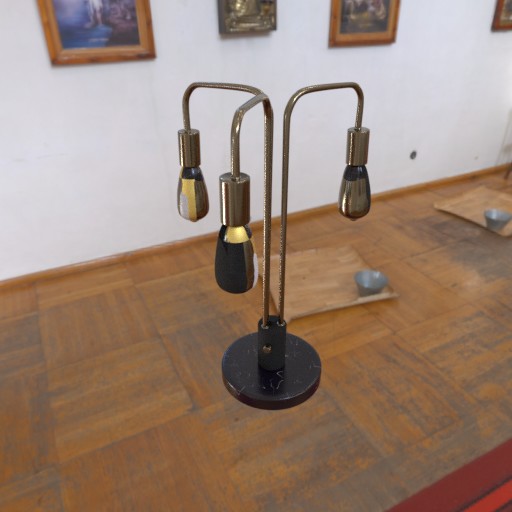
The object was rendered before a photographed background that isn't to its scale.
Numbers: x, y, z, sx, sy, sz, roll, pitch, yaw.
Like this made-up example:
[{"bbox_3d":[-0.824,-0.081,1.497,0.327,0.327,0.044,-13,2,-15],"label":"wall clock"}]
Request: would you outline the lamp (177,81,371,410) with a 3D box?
[{"bbox_3d":[0.000,0.000,0.785,0.355,0.560,0.368,9,30,16],"label":"lamp"}]
